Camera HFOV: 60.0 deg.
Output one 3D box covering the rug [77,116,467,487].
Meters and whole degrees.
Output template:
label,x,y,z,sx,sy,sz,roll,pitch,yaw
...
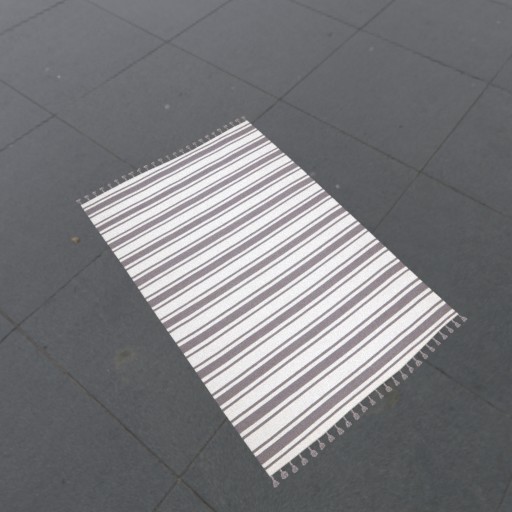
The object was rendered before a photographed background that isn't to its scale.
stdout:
label,x,y,z,sx,sy,sz,roll,pitch,yaw
rug,0.000,0.000,3.058,1.563,0.014,2.425,-32,63,-19
